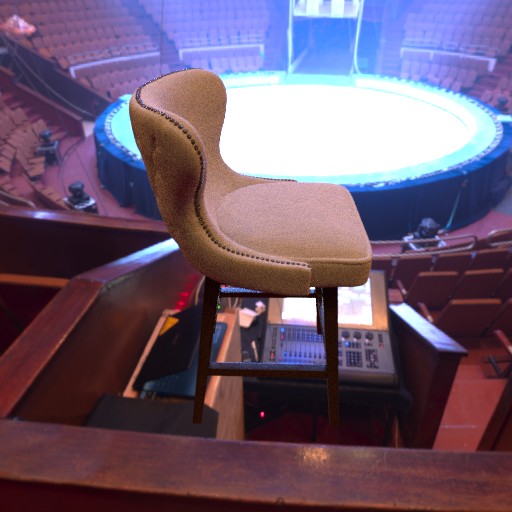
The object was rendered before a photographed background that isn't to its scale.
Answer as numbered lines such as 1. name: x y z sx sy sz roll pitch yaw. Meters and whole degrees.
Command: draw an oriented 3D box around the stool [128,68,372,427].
1. stool: 0.000 0.000 1.326 0.597 0.972 0.615 1 32 1
